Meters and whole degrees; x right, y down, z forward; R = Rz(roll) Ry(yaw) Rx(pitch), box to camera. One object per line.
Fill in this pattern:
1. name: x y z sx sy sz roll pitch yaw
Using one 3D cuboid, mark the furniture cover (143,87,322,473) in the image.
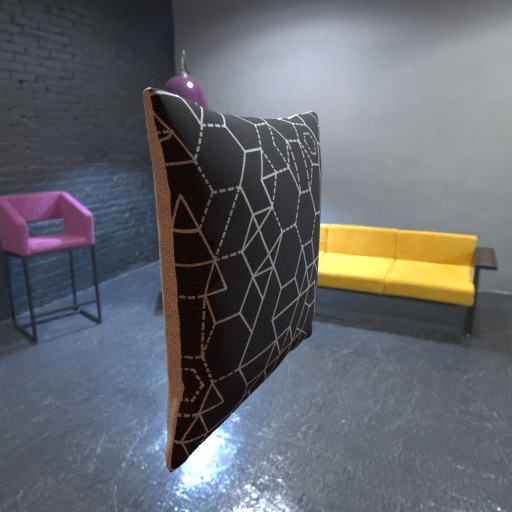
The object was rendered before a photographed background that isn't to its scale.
1. furniture cover: 0.000 0.000 0.775 0.158 0.508 0.517 8 17 27
